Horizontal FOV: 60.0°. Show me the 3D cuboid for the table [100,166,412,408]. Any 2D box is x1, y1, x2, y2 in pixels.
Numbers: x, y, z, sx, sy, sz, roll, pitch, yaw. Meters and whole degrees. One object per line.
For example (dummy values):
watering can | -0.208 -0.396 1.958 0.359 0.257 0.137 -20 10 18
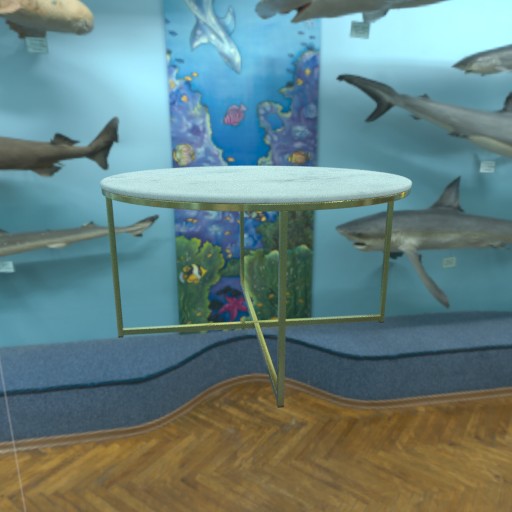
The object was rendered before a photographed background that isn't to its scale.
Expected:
table | 0.000 0.000 1.259 0.800 0.450 0.800 0 15 0
